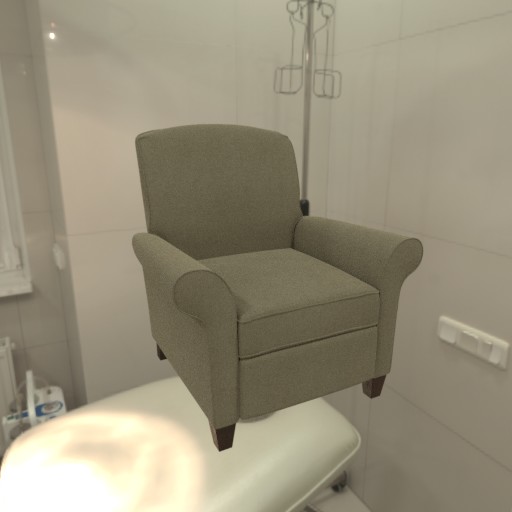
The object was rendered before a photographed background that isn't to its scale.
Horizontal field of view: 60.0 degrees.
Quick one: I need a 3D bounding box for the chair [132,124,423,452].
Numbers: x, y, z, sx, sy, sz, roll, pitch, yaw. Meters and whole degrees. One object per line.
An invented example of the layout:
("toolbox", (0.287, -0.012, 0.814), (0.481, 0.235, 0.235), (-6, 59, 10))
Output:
("chair", (0.000, 0.000, 1.839), (0.978, 1.061, 0.905), (-8, 18, -26))
